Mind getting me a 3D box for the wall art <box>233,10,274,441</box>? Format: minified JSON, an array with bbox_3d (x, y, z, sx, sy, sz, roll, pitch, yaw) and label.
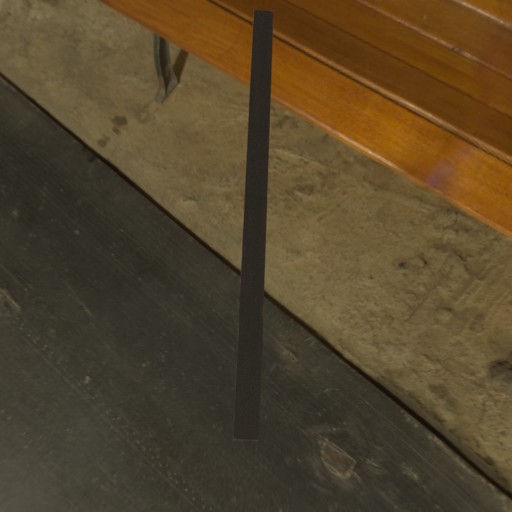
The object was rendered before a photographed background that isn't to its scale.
[{"bbox_3d":[0.000,0.000,1.111,0.038,0.762,0.762,2,75,1],"label":"wall art"}]
